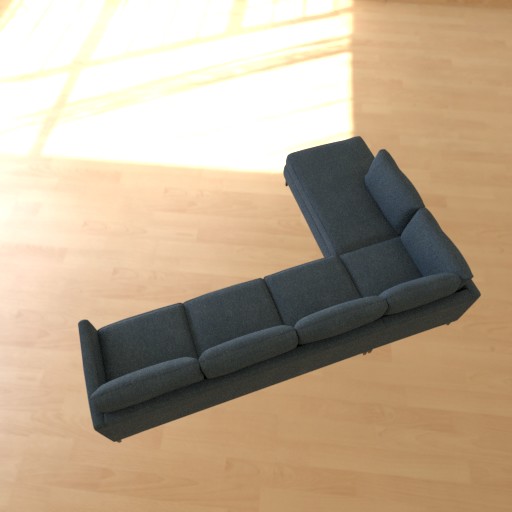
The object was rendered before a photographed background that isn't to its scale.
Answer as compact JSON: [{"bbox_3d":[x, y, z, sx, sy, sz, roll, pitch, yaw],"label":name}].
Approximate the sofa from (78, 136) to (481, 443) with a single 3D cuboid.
[{"bbox_3d":[0.000,0.000,3.724,2.949,0.815,2.007,-17,60,-10],"label":"sofa"}]
